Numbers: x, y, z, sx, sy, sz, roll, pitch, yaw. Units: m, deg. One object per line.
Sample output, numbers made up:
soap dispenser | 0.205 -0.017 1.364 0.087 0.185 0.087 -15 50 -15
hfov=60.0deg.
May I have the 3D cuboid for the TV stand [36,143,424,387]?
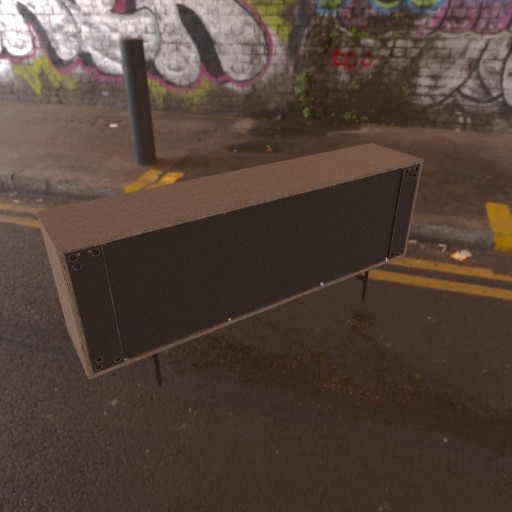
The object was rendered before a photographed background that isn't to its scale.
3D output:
TV stand | 0.000 0.000 2.206 1.804 0.787 0.405 -18 34 -28
